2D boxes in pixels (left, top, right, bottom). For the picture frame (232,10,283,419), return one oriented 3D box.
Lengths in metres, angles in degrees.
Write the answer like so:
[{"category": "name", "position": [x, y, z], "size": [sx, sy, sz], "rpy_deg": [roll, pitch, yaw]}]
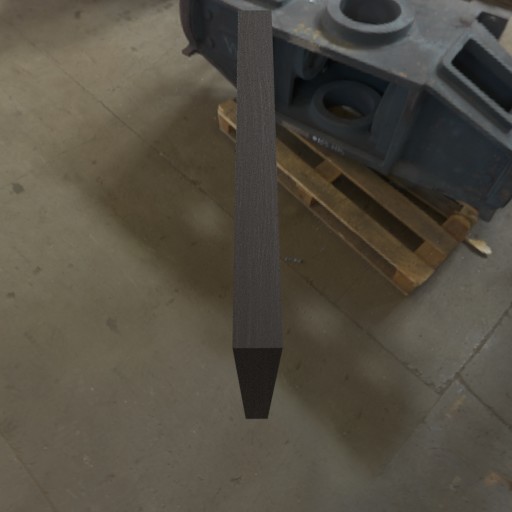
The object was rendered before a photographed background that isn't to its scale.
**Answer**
[{"category": "picture frame", "position": [0.000, 0.000, 0.736], "size": [0.044, 0.555, 0.452], "rpy_deg": [0, 64, 0]}]
